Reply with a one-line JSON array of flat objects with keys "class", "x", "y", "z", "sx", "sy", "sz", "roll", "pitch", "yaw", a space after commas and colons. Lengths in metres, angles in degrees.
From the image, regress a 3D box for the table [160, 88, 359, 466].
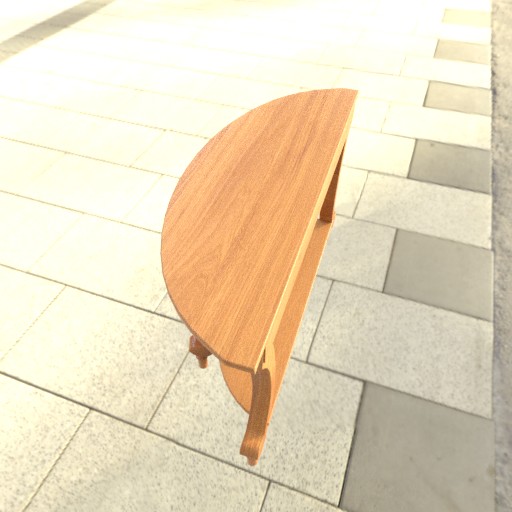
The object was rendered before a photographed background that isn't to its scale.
[{"class": "table", "x": 0.000, "y": 0.000, "z": 1.509, "sx": 0.394, "sy": 0.692, "sz": 1.198, "roll": 13, "pitch": 47, "yaw": 13}]
